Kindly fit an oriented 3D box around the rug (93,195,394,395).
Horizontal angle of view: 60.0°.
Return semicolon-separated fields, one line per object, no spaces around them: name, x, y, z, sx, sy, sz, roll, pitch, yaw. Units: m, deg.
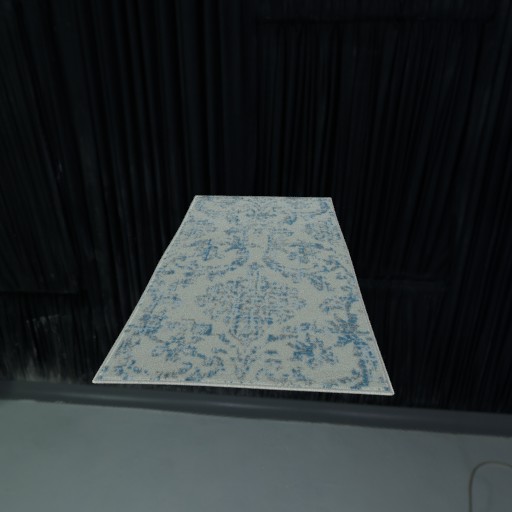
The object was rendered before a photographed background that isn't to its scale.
rug;0.000;0.000;1.428;0.605;0.007;1.220;1;26;3
